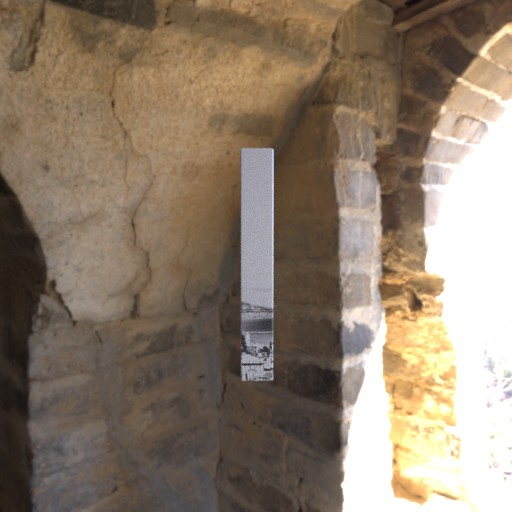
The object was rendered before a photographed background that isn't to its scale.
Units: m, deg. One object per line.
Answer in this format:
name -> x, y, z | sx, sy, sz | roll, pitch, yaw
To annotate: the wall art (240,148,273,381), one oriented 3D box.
wall art -> 0.000, 0.000, 0.870 | 0.036, 0.256, 0.766 | 0, 2, 0
